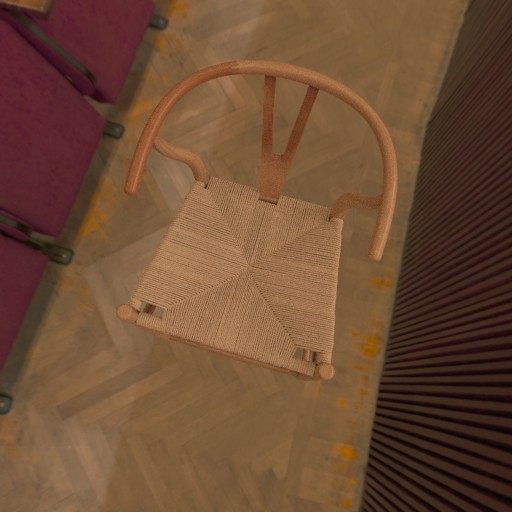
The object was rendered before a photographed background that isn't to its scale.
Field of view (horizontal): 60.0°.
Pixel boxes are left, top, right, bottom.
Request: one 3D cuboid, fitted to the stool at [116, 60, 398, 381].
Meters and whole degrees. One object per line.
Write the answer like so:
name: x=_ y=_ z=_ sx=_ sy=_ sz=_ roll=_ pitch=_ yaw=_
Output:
stool: x=0.000 y=0.000 z=1.268 sx=0.536 sy=0.923 sz=0.575 roll=15 pitch=74 yaw=4
